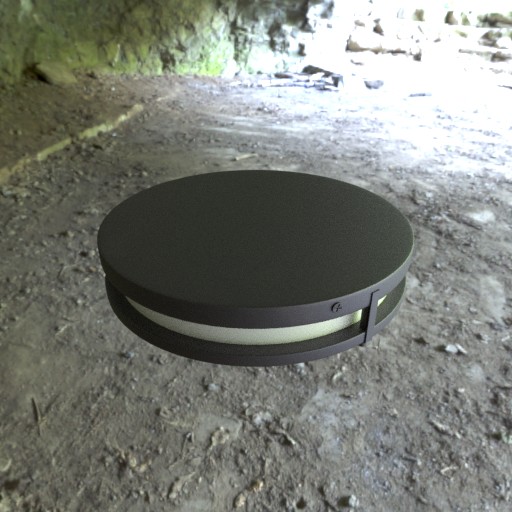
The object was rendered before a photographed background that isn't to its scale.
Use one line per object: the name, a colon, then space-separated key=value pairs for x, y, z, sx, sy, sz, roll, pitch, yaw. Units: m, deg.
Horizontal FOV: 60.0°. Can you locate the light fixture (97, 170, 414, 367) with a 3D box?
light fixture: x=0.000 y=0.000 z=0.542 sx=0.356 sy=0.102 sz=0.356 roll=0 pitch=29 yaw=0
